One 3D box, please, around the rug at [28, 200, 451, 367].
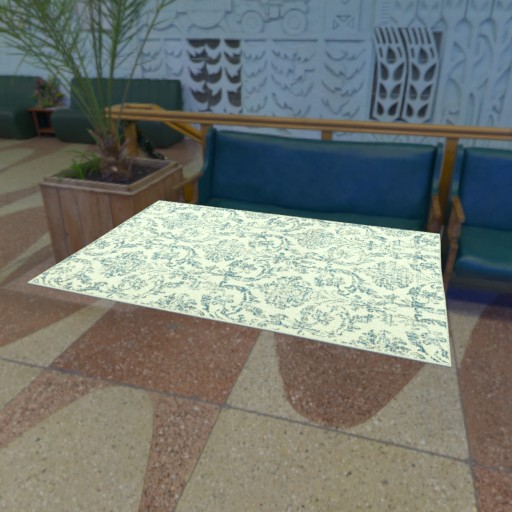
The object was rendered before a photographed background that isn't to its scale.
[{"bbox_3d":[0.000,0.000,3.457,2.746,0.018,1.819,8,28,17],"label":"rug"}]
